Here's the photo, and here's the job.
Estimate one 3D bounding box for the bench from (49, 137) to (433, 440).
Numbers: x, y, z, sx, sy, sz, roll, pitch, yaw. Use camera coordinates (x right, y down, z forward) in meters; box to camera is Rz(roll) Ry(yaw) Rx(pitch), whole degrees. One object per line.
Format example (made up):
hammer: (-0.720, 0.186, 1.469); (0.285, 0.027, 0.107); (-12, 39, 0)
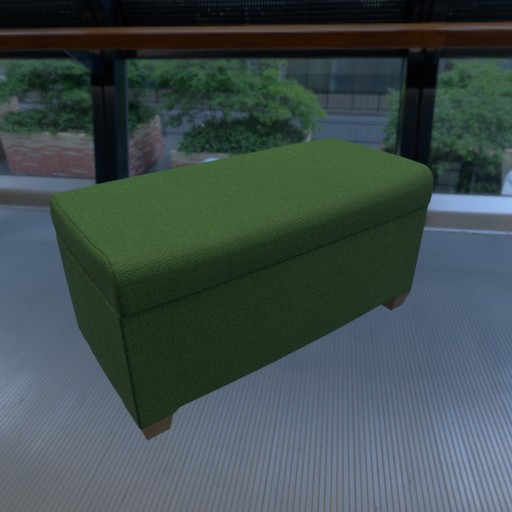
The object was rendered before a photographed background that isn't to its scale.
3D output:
bench: (0.000, 0.000, 1.303); (0.989, 0.501, 0.505); (-19, 35, -31)
